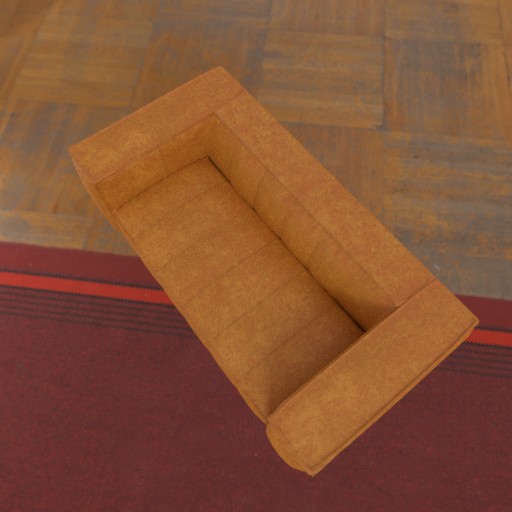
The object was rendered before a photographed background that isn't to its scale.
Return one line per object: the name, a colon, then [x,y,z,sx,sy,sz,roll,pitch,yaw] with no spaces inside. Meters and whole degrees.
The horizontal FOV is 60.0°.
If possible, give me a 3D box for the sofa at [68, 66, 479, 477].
sofa: [0.000,0.000,2.534,1.102,0.703,2.088,-35,71,-15]
